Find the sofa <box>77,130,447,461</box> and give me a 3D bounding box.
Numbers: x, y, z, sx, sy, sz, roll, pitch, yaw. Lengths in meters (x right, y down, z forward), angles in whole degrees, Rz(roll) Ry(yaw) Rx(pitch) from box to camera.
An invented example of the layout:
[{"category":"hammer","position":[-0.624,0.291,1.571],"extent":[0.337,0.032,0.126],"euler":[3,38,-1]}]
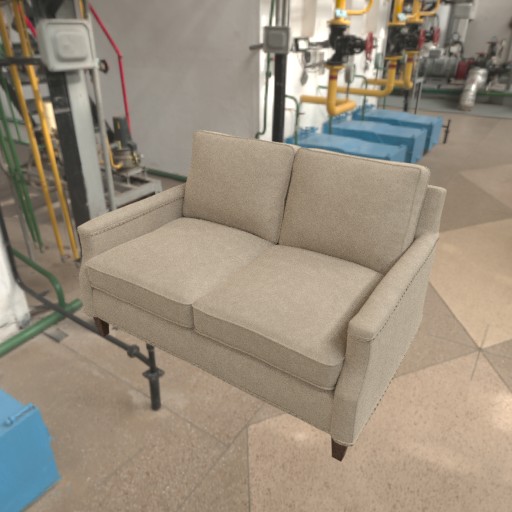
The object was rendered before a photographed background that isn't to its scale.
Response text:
[{"category":"sofa","position":[0.000,0.000,2.275],"extent":[1.597,1.002,1.084],"euler":[18,33,29]}]
